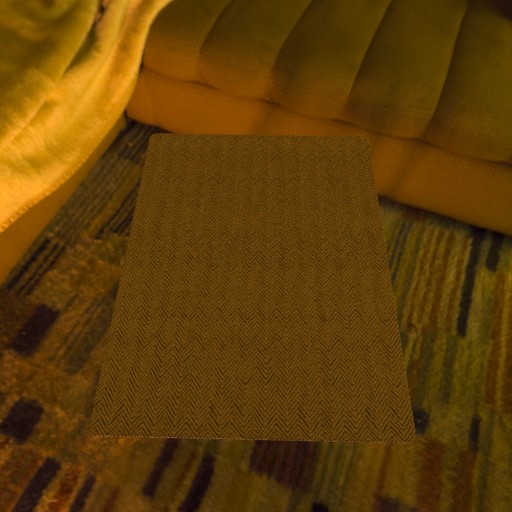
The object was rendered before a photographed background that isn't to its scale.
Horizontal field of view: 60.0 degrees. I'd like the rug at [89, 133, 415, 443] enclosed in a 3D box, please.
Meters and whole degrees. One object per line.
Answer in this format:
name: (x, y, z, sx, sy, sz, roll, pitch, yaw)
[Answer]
rug: (0.000, 0.000, 4.132, 2.439, 0.014, 3.207, 1, 58, 1)
